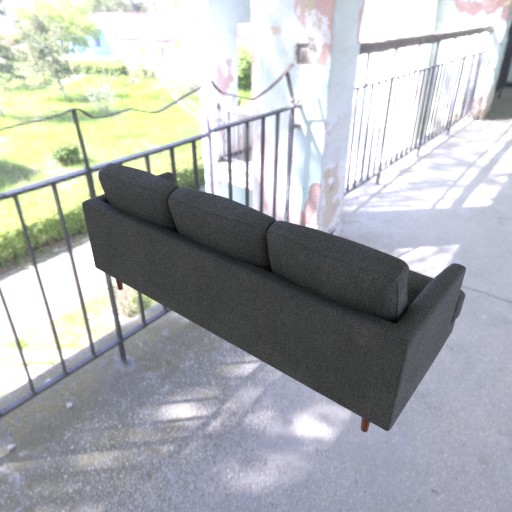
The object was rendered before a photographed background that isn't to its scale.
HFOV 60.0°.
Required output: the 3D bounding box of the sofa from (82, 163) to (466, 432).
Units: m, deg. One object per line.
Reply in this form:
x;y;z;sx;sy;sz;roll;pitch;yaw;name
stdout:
0.000;0.000;2.705;2.246;0.930;0.903;22;37;33;sofa
